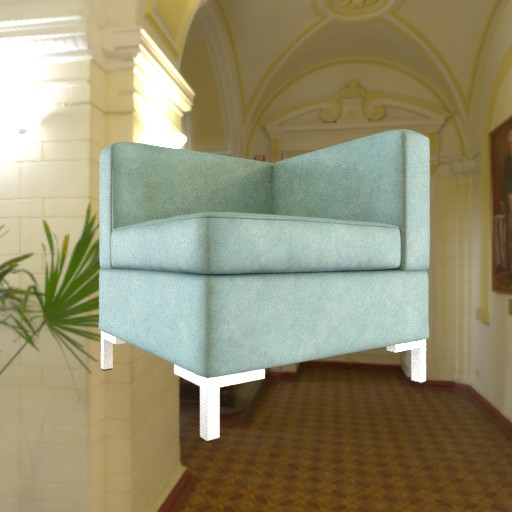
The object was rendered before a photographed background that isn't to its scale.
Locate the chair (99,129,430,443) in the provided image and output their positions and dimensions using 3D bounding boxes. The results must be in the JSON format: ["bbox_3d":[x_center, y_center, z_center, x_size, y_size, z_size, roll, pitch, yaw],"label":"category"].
[{"bbox_3d":[0.000,0.000,1.218,0.691,0.660,0.684,0,0,-35],"label":"chair"}]
